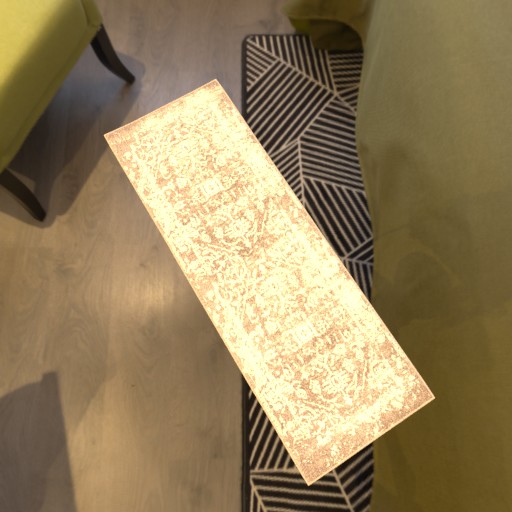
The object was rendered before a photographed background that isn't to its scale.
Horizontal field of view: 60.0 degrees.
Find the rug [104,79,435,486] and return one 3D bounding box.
[{"bbox_3d":[0.000,0.000,2.691,0.855,0.017,2.452,-31,77,-8],"label":"rug"}]
